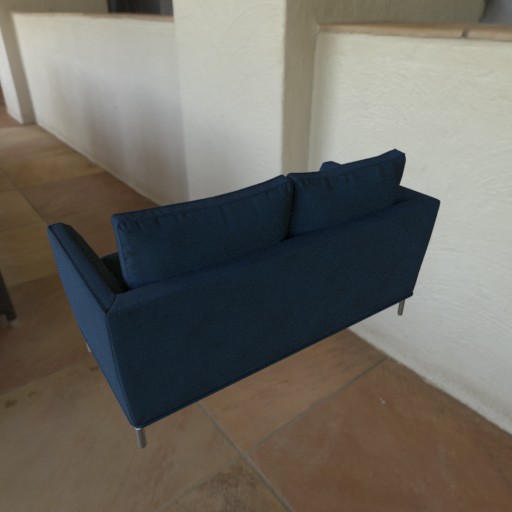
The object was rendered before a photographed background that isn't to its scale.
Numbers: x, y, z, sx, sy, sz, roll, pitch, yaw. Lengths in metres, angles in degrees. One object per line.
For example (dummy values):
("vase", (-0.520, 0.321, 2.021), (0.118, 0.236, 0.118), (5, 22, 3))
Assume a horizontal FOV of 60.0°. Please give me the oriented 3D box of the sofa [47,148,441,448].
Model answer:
("sofa", (0.000, 0.000, 2.284), (1.770, 1.002, 0.853), (-18, 34, -30))
